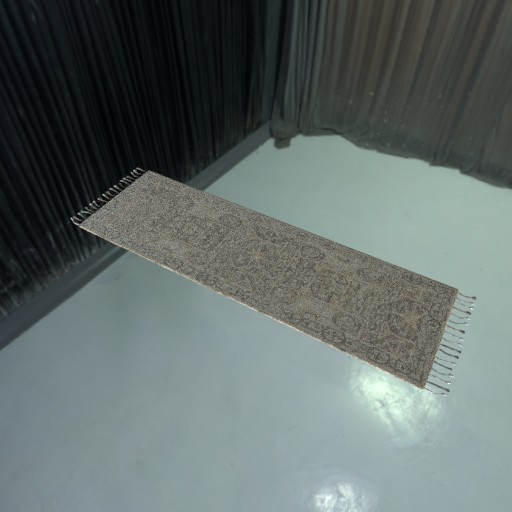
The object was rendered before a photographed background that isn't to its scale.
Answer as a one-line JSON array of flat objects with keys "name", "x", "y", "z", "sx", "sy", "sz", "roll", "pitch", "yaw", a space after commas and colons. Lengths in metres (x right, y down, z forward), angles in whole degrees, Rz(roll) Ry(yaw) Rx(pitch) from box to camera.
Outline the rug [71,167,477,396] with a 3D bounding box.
[{"name": "rug", "x": 0.000, "y": 0.000, "z": 2.914, "sx": 2.664, "sy": 0.011, "sz": 0.762, "roll": 23, "pitch": 51, "yaw": 20}]
